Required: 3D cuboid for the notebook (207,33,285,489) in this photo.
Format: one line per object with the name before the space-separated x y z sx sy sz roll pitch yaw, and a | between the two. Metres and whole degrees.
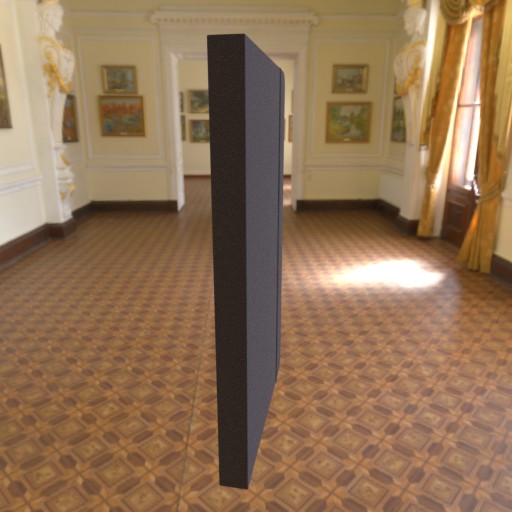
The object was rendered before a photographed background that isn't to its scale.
notebook | 0.000 0.000 0.259 0.016 0.213 0.127 3 16 10
